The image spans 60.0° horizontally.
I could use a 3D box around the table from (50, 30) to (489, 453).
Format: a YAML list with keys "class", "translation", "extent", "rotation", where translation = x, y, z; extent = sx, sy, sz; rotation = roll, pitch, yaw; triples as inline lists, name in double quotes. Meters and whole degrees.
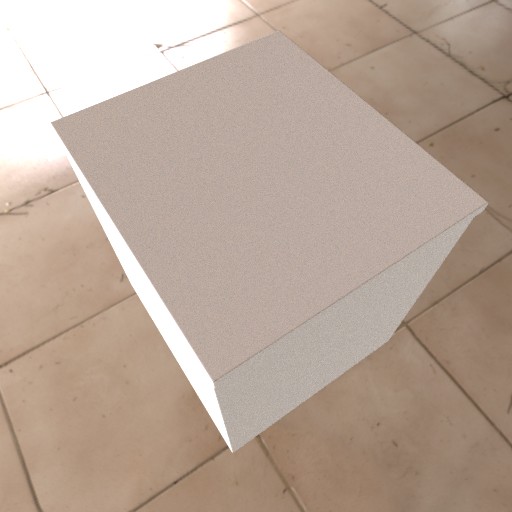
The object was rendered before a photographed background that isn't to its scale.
- class: "table"
  translation: [0.000, 0.000, 0.751]
  extent: [0.380, 0.460, 0.420]
  rotation: [-30, 63, -17]
